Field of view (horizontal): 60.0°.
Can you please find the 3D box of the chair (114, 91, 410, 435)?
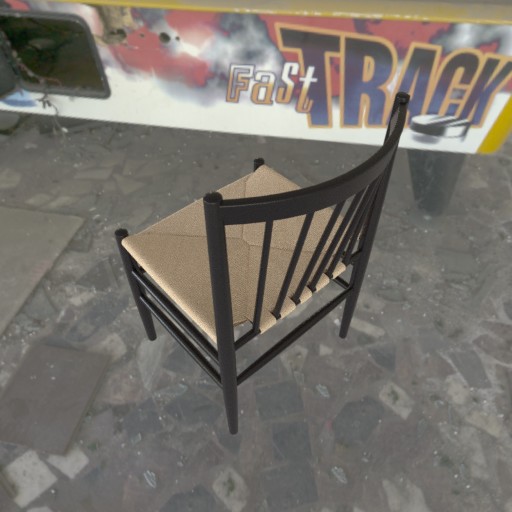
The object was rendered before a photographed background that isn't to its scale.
[{"bbox_3d":[0.000,0.000,1.110,0.495,0.818,0.516,-33,55,-28],"label":"chair"}]
